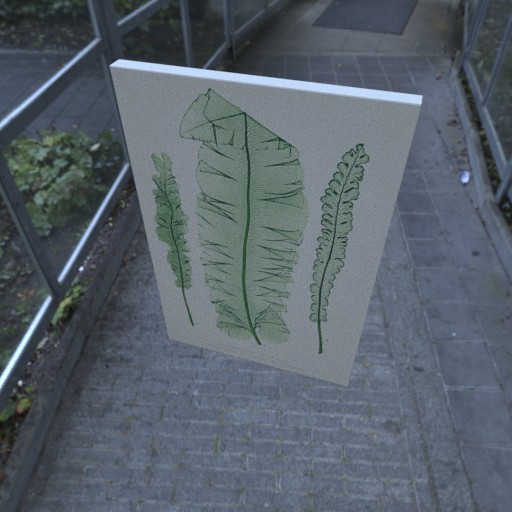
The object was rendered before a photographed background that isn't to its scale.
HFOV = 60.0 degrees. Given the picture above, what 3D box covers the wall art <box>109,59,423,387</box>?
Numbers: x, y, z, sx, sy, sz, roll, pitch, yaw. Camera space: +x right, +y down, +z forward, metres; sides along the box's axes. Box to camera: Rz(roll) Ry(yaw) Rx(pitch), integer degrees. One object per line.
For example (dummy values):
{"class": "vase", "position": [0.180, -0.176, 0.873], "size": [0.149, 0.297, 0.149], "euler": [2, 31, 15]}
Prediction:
{"class": "wall art", "position": [0.000, 0.000, 1.155], "size": [0.610, 0.914, 0.038], "euler": [12, 44, 13]}
